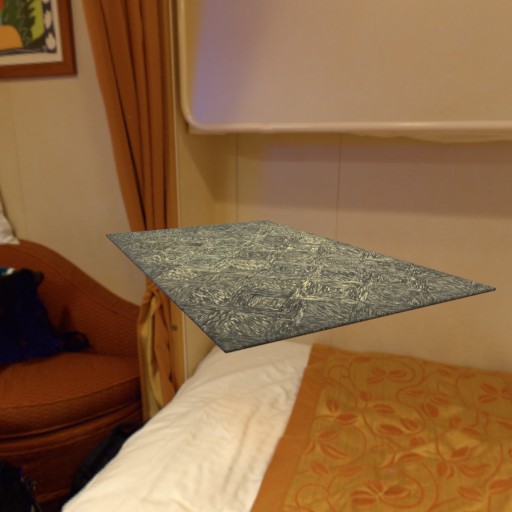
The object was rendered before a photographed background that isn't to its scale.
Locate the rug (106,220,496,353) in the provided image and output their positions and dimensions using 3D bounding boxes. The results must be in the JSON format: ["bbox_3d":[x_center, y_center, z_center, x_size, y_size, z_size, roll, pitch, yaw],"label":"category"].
[{"bbox_3d":[0.000,0.000,2.871,1.478,0.017,2.330,-7,16,-27],"label":"rug"}]
